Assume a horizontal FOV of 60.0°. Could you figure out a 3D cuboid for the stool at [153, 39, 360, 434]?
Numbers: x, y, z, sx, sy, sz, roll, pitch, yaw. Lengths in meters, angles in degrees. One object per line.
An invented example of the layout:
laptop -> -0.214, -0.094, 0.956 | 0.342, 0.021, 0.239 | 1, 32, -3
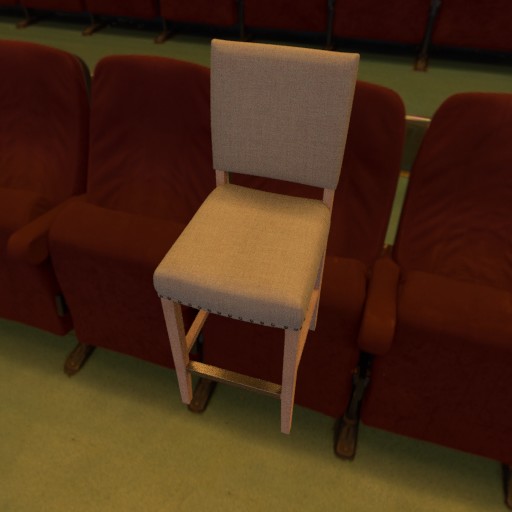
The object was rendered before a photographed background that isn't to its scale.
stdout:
stool -> 0.000, 0.000, 1.477 | 0.445, 1.173, 0.585 | 12, 44, 13
